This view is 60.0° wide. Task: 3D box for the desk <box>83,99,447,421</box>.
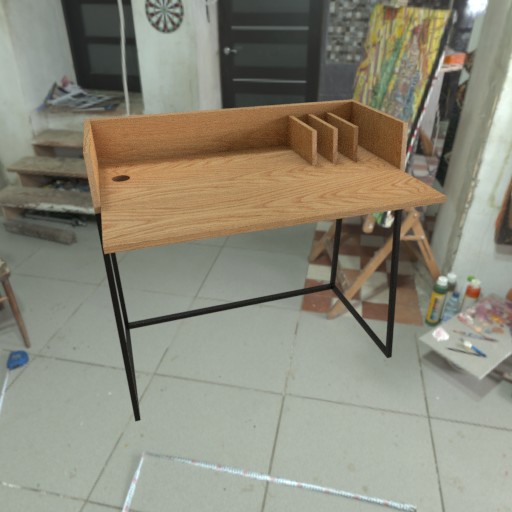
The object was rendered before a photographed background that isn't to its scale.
[{"bbox_3d":[0.000,0.000,1.885,1.191,1.061,0.769,-9,32,-15],"label":"desk"}]
